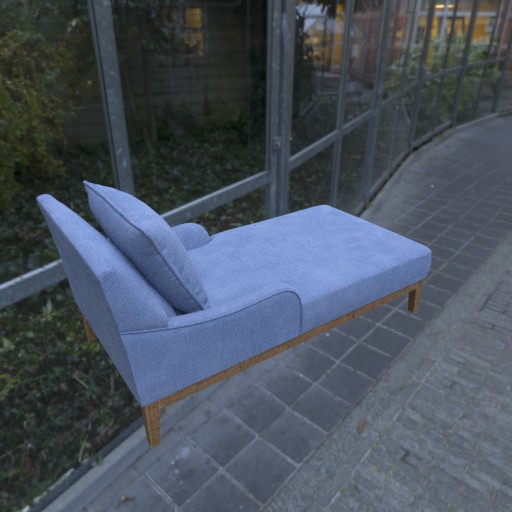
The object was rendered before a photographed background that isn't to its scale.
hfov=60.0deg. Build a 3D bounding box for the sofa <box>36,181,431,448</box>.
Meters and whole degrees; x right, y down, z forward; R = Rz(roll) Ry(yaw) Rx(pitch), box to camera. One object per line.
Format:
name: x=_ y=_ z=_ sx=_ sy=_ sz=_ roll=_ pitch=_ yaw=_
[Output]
sofa: x=0.000 y=0.000 z=2.274 sx=1.779 sy=0.883 sz=0.904 roll=-18 pitch=32 yaw=-31
